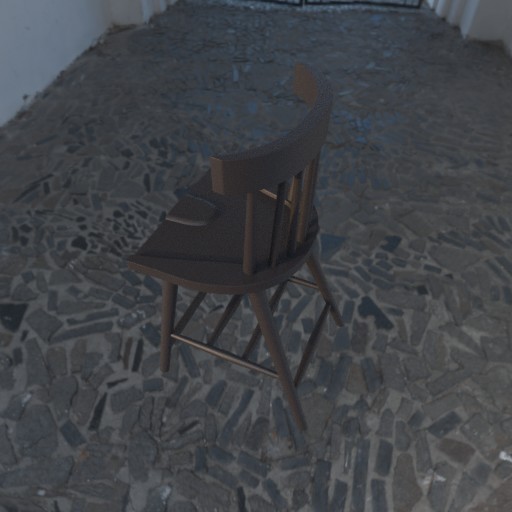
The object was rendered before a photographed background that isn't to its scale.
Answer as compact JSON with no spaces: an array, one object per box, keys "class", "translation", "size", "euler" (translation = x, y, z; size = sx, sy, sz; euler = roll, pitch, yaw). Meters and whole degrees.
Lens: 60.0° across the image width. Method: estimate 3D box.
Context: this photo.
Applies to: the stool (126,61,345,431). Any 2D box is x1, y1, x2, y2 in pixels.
[{"class":"stool","translation":[0.000,0.000,1.289],"size":[0.549,0.953,0.494],"euler":[17,49,16]}]
